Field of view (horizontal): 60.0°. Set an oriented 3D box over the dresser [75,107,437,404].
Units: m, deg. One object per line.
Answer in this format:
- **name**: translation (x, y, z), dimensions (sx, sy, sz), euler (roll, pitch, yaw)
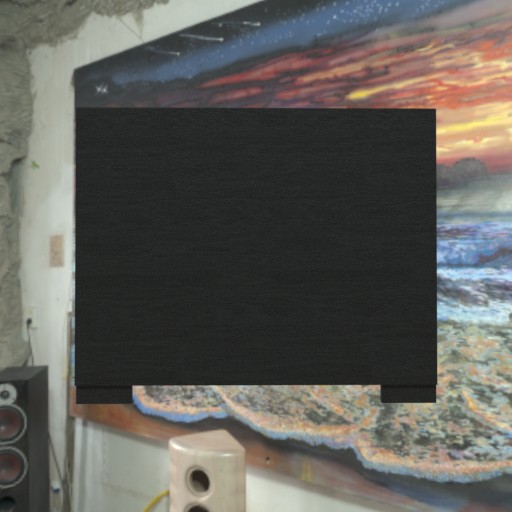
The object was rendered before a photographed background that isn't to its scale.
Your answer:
- **dresser**: translation (0.000, 0.000, 1.420), dimensions (0.994, 0.816, 0.404), euler (0, -1, -1)
